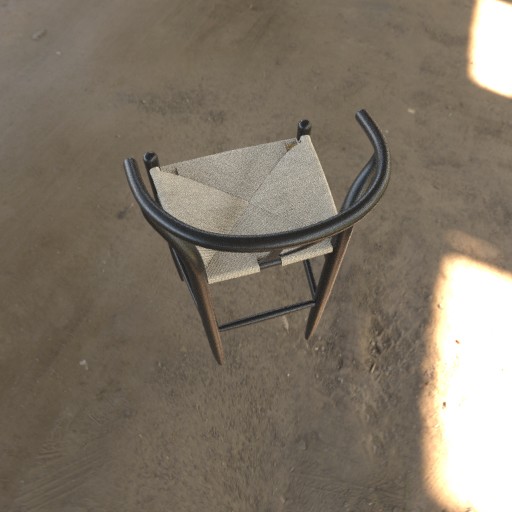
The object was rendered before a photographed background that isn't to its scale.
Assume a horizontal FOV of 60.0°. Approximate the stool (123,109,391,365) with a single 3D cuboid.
[{"bbox_3d":[0.000,0.000,1.330,0.569,0.970,0.579,-14,58,-9],"label":"stool"}]
